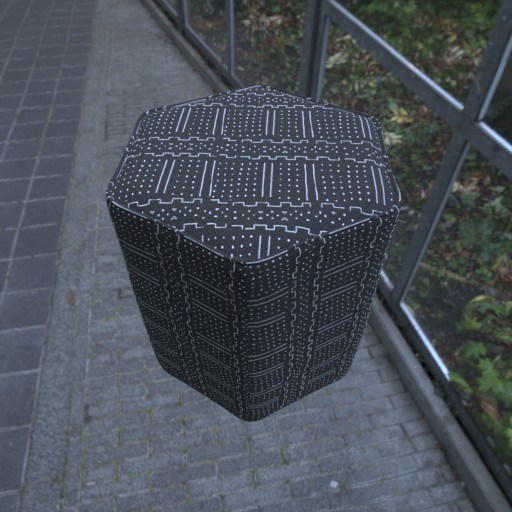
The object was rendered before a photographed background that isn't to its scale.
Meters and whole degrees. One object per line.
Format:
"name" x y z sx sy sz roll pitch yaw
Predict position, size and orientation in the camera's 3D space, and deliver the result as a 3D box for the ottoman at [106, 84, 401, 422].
"ottoman" 0.000 0.000 0.889 0.443 0.502 0.494 2 46 2
